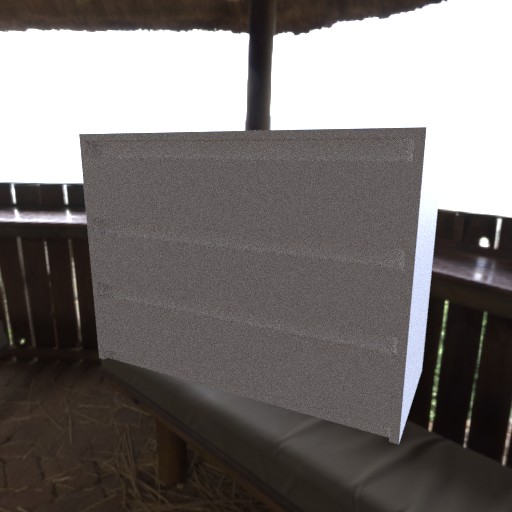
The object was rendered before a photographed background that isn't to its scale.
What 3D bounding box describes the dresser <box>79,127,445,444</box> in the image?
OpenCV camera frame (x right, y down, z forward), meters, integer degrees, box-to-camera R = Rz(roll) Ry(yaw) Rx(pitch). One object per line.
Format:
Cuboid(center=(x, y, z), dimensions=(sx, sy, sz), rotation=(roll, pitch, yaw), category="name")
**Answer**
Cuboid(center=(0.000, 0.000, 1.536), dimensions=(1.100, 0.820, 0.460), rotation=(7, 15, 26), category="dresser")
